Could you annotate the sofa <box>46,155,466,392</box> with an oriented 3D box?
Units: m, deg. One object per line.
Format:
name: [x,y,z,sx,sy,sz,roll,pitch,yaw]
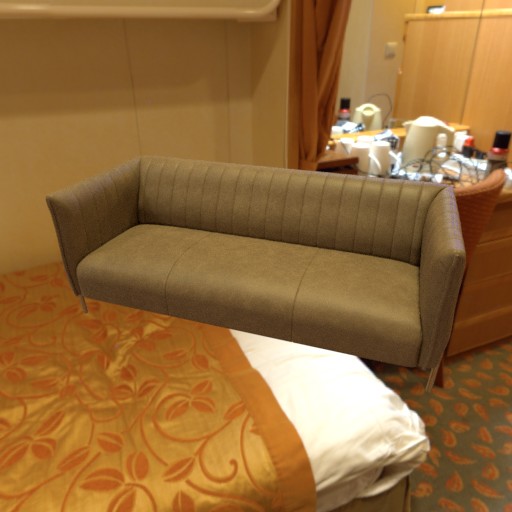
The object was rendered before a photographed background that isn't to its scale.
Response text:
sofa: [0.000,0.000,2.419,1.980,0.779,0.876,9,28,17]
